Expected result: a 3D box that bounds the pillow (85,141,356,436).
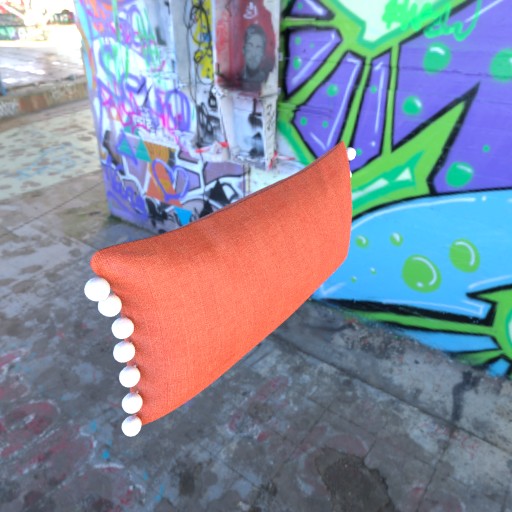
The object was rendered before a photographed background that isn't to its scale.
[{"bbox_3d":[0.000,0.000,0.838,0.201,0.322,0.709,21,36,31],"label":"pillow"}]
